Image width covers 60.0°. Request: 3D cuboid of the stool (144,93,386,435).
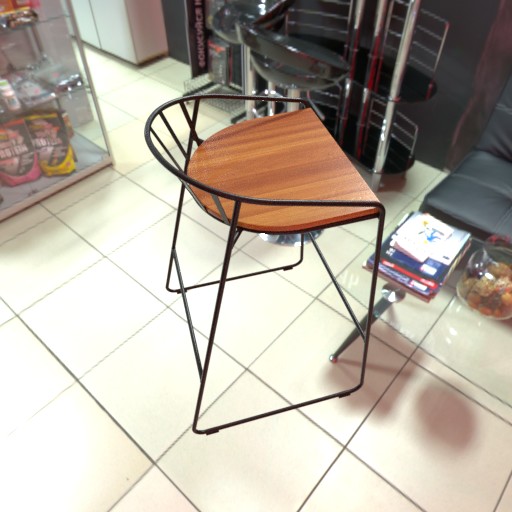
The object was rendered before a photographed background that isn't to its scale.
[{"bbox_3d":[0.000,0.000,1.192,0.521,0.812,0.546,-12,48,-11],"label":"stool"}]
